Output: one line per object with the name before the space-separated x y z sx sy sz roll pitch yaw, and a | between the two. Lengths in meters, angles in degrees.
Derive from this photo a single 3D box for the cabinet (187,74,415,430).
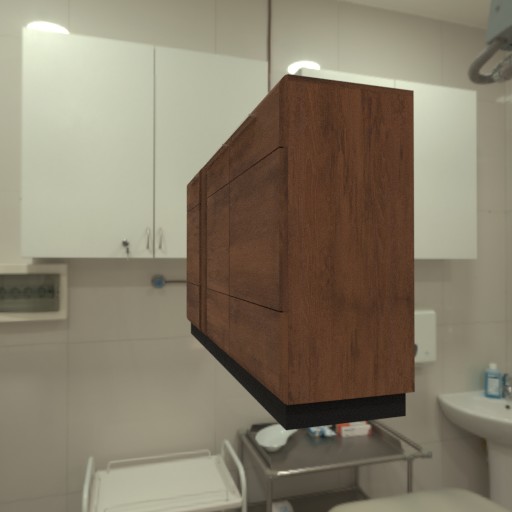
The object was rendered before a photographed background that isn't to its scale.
cabinet | 0.000 0.000 1.923 0.420 0.900 1.600 0 -1 -17
